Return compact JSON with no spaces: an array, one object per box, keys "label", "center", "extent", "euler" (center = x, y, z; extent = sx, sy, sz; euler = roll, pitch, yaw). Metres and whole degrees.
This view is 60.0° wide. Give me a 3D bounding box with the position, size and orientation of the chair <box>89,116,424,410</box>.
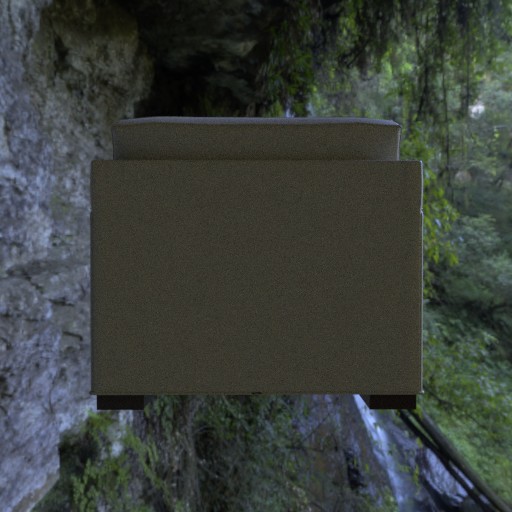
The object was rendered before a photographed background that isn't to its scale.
[{"label":"chair","center":[0.000,0.000,1.825],"extent":[0.998,0.913,1.043],"euler":[0,0,0]}]
